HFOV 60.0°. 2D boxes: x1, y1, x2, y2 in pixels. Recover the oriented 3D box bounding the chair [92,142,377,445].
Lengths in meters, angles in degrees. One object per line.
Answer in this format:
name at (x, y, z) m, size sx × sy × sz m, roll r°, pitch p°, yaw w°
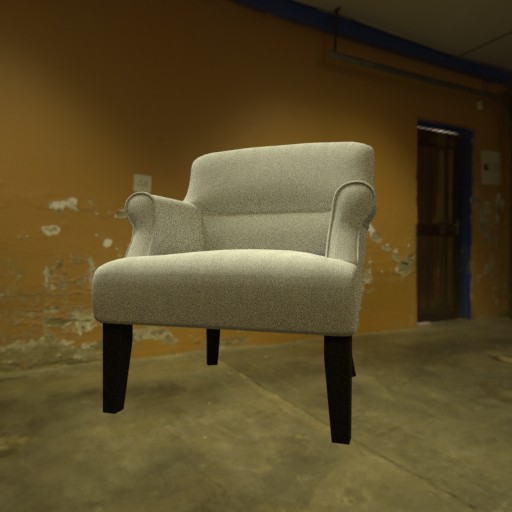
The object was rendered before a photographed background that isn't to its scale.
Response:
chair at (0.000, 0.000, 1.455) m, size 0.781 × 0.875 × 0.750 m, roll 0°, pitch 0°, yaw 18°
